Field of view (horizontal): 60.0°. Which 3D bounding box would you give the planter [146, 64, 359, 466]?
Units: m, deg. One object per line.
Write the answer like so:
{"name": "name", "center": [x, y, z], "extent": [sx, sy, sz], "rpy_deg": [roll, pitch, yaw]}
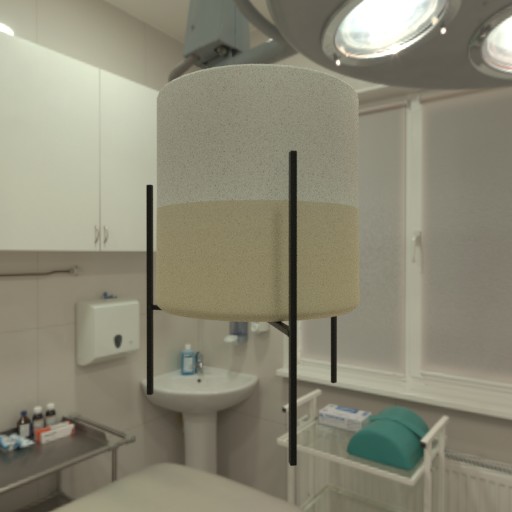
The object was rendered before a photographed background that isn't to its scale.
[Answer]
{"name": "planter", "center": [0.000, 0.000, 0.550], "extent": [0.263, 0.362, 0.267], "rpy_deg": [0, 1, 36]}
